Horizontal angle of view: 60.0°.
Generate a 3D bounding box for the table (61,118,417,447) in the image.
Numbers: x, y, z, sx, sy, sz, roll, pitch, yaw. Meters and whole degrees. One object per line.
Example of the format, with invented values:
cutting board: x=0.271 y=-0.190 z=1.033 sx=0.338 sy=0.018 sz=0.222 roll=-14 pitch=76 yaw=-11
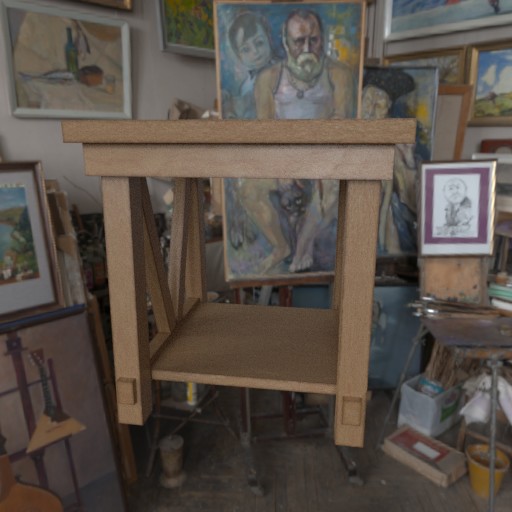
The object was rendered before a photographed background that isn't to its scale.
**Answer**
table: x=0.000 y=0.000 z=1.119 sx=0.610 sy=0.638 sz=0.612 roll=2 pitch=15 yaw=8
